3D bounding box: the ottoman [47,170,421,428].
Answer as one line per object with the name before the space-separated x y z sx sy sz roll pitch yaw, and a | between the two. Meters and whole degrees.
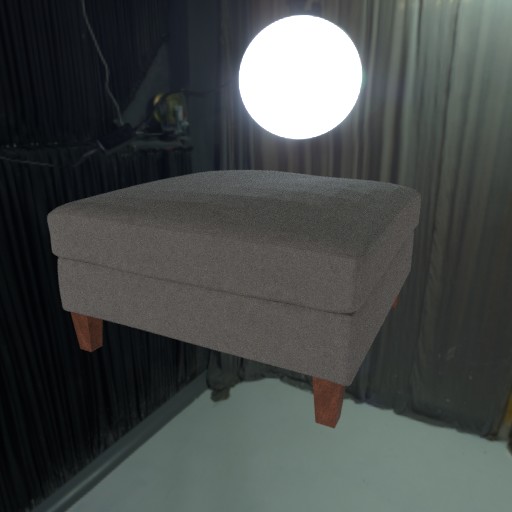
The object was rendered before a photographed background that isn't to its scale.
ottoman | 0.000 0.000 1.431 0.881 0.482 0.861 9 20 26
